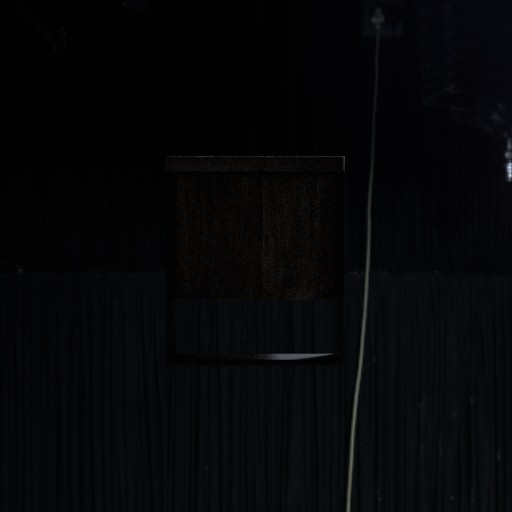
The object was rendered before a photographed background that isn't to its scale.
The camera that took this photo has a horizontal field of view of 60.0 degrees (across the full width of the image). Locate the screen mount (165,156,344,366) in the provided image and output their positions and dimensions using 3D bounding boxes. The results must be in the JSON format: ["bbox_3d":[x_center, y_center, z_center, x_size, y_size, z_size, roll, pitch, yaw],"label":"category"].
[{"bbox_3d":[0.000,0.000,1.714,0.395,0.450,1.524,0,1,0],"label":"screen mount"}]
